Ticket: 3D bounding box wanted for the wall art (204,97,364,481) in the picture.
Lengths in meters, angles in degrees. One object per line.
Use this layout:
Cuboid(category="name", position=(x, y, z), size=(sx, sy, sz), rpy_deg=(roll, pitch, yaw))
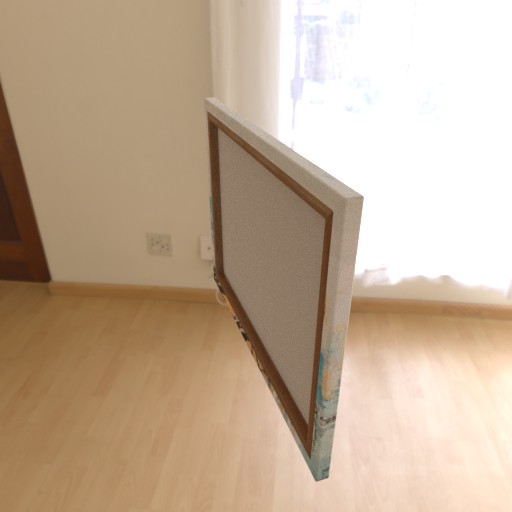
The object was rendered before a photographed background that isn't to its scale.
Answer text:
Cuboid(category="wall art", position=(0.000, 0.000, 1.350), size=(0.038, 0.762, 1.016), rpy_deg=(-10, 31, -17))
